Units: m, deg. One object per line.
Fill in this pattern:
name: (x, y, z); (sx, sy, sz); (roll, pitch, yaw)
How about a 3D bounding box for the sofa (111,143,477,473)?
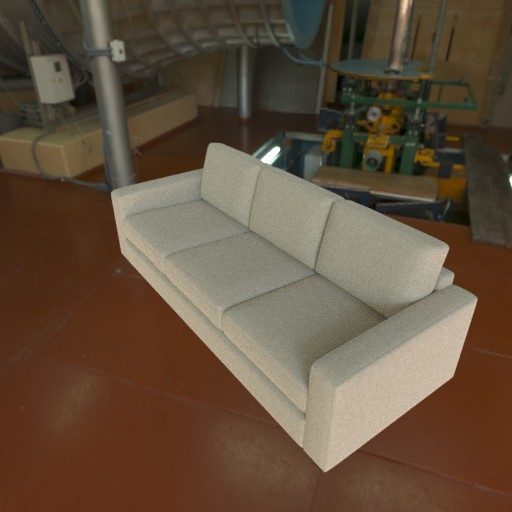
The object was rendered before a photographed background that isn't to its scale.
sofa: (0.000, 0.000, 2.558); (0.900, 0.800, 2.160); (-21, 37, -30)
